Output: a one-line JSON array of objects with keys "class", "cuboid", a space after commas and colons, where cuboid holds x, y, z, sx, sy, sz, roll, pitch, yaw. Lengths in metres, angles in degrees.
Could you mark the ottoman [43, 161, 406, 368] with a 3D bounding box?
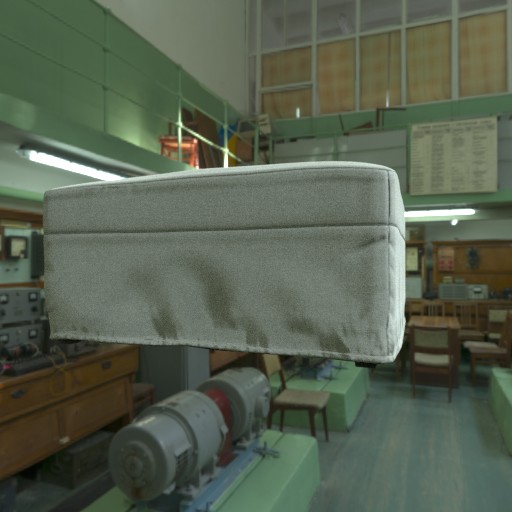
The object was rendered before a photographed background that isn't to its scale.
[{"class": "ottoman", "cuboid": [0.000, 0.000, 1.324, 0.840, 0.436, 0.843, 0, -1, 20]}]
